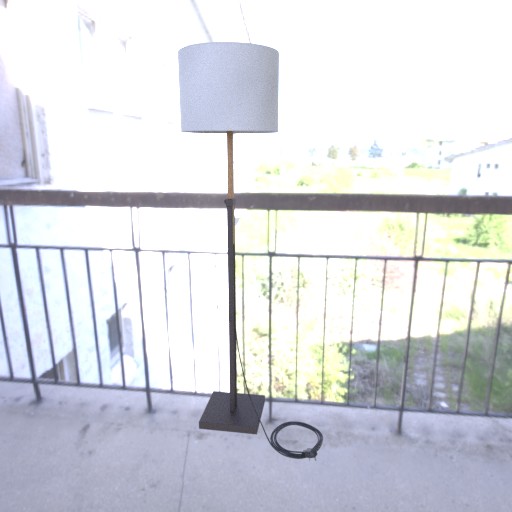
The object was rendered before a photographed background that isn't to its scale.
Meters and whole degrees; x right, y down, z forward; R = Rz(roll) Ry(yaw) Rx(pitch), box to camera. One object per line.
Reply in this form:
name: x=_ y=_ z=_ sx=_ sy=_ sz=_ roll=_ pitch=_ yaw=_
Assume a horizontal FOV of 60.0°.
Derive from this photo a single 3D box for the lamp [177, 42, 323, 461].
lamp: x=0.000 y=0.000 z=1.927 sx=0.639 sy=1.650 sz=0.474 roll=2 pitch=14 yaw=9
